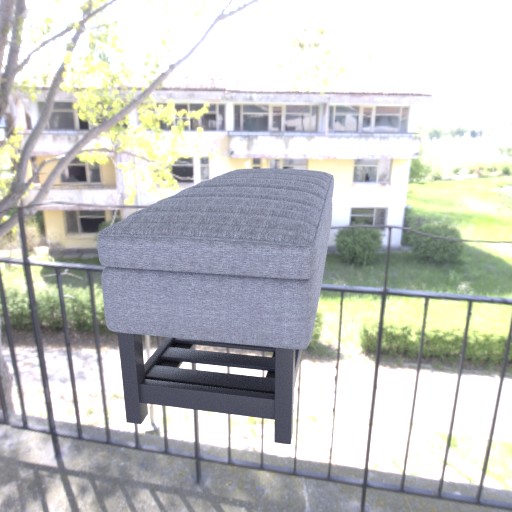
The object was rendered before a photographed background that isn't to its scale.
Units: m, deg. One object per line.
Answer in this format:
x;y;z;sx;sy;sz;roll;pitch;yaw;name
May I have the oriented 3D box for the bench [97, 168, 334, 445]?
0.000;0.000;1.353;0.429;0.470;1.100;3;17;11;bench
